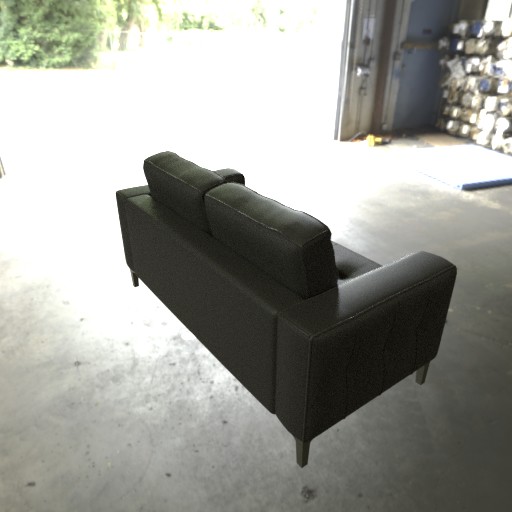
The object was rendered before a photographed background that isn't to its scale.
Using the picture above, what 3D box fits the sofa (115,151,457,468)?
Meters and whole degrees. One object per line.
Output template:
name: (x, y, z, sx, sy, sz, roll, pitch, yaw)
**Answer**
sofa: (0.000, 0.000, 2.270, 0.833, 0.893, 1.726, -19, 33, -31)
